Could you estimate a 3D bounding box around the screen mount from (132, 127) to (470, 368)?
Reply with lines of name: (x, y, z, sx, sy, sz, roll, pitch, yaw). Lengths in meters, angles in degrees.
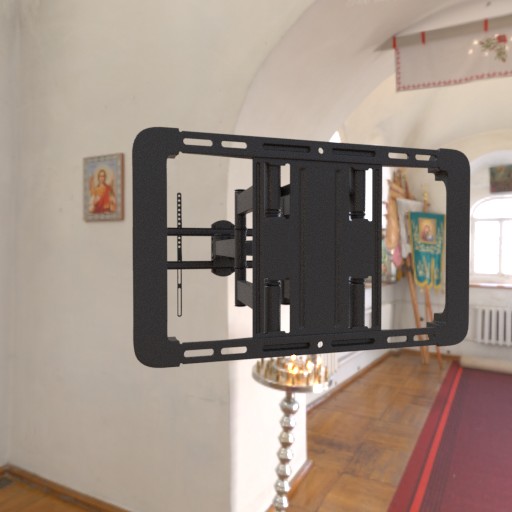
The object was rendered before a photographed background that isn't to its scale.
screen mount: (0.000, 0.000, 1.318, 0.725, 0.483, 0.905, 0, 1, -17)
